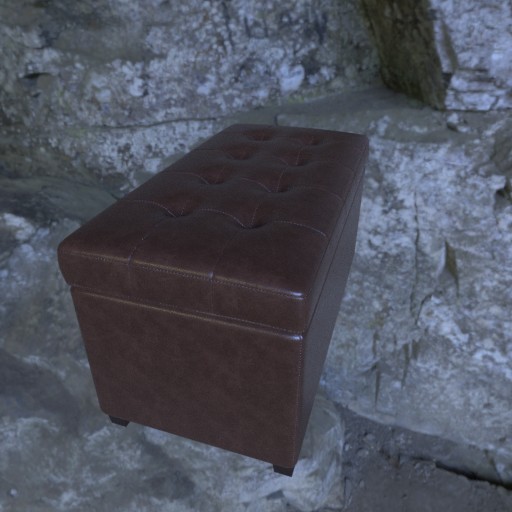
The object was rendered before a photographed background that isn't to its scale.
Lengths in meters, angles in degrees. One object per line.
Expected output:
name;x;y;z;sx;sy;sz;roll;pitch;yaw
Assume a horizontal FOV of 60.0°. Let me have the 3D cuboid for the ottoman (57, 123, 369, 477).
ottoman;0.000;0.000;1.108;0.432;0.470;0.838;10;32;16
